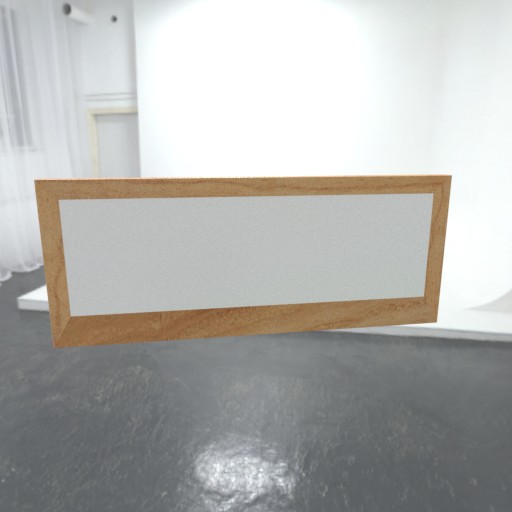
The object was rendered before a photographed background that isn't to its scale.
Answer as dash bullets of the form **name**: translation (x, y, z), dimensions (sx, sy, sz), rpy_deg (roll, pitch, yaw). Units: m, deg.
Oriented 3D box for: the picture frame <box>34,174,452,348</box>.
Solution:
- **picture frame**: translation (0.000, 0.000, 0.661), dimensions (0.582, 0.234, 0.045), rpy_deg (-2, 14, -9)
